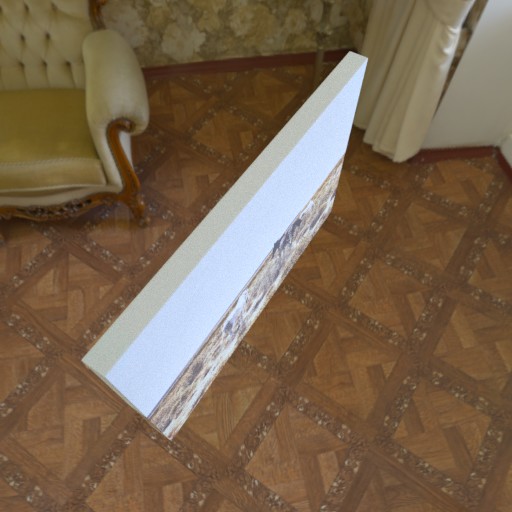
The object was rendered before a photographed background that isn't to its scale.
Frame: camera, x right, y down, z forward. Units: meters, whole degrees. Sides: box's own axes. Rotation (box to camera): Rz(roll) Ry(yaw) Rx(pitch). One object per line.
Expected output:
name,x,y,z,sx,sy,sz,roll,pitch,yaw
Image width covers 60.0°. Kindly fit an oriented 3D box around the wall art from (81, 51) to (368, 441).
wall art,0.000,0.000,1.132,0.050,0.610,0.914,29,63,16
